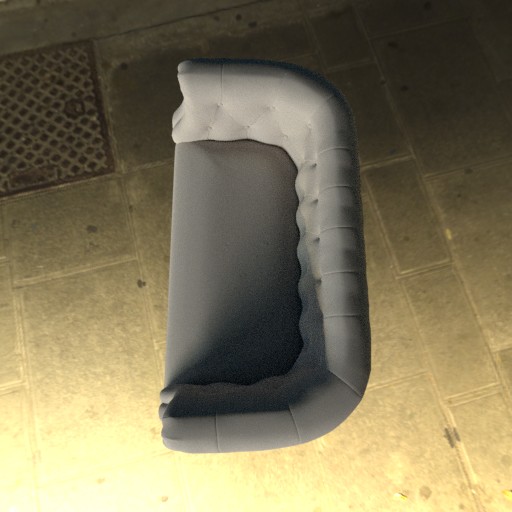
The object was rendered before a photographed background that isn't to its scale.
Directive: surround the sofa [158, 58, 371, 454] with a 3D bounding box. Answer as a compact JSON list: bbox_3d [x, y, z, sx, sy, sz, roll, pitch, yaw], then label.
[{"bbox_3d":[0.000,0.000,2.021,0.835,0.827,1.558,0,76,0],"label":"sofa"}]
